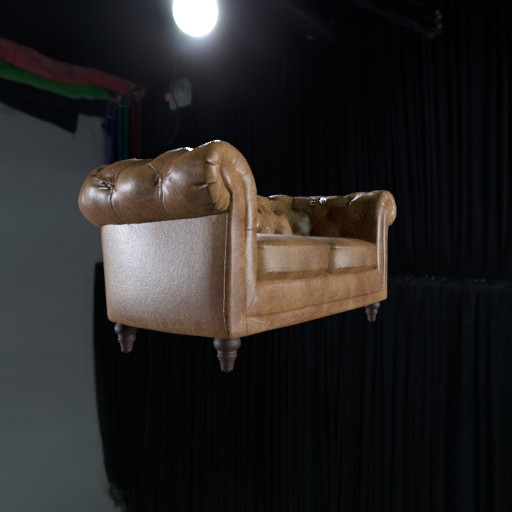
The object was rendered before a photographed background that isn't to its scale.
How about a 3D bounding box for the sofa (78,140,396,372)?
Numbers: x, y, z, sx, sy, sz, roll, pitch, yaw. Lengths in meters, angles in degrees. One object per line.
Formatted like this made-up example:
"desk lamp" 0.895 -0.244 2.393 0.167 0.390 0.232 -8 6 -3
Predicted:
"sofa" 0.000 0.000 2.571 1.042 0.877 1.979 1 1 36
